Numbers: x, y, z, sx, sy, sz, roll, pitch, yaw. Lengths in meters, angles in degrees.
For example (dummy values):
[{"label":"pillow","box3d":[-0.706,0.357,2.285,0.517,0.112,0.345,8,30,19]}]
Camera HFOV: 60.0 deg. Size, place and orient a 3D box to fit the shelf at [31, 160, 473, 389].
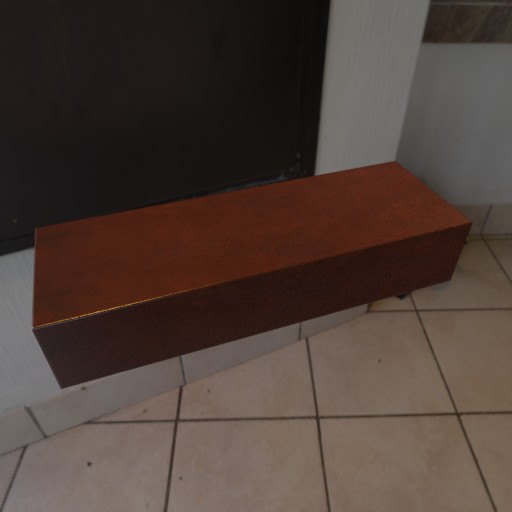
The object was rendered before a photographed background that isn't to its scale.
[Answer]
[{"label":"shelf","box3d":[0.000,0.000,0.516,0.457,0.088,0.152,-13,42,-15]}]
